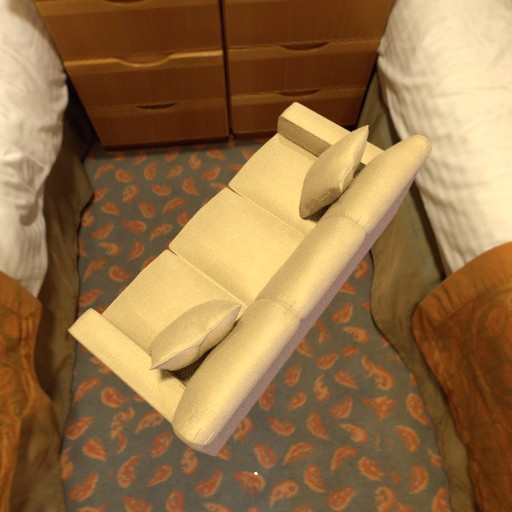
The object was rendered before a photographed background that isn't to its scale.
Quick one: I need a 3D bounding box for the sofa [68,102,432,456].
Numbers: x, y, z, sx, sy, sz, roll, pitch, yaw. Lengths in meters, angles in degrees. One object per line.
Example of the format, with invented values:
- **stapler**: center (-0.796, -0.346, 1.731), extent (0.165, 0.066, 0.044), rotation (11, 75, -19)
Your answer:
- **sofa**: center (0.000, 0.000, 2.638), extent (0.997, 0.958, 2.024), rotation (35, 69, 16)
